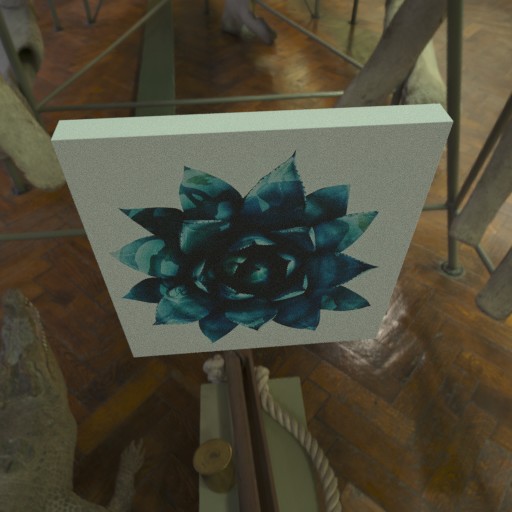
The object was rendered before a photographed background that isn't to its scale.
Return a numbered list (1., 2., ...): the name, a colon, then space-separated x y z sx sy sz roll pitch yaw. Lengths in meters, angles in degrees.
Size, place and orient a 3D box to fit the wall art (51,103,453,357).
1. wall art: 0.000 0.000 0.606 0.406 0.406 0.038 -4 47 -3
